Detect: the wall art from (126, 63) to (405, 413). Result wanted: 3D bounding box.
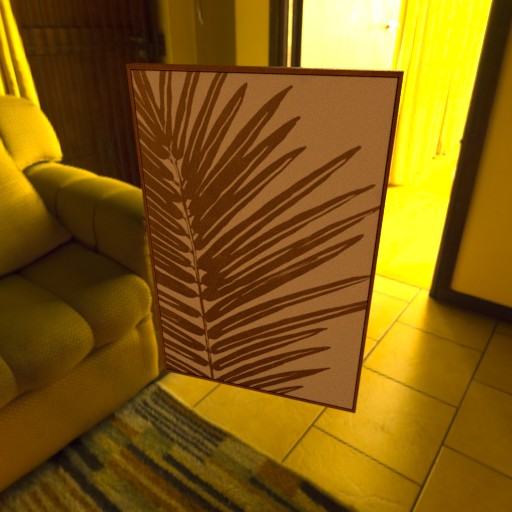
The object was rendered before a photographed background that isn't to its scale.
[{"bbox_3d":[0.000,0.000,1.161,0.610,0.914,0.037,8,29,15],"label":"wall art"}]
